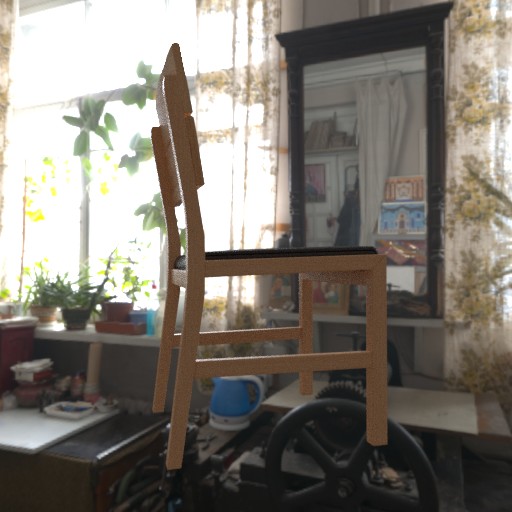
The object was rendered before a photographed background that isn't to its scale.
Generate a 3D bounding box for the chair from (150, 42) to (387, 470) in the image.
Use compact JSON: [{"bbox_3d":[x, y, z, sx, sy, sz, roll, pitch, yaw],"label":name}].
[{"bbox_3d":[0.000,0.000,1.263,0.560,0.950,0.475,0,-1,-17],"label":"chair"}]
